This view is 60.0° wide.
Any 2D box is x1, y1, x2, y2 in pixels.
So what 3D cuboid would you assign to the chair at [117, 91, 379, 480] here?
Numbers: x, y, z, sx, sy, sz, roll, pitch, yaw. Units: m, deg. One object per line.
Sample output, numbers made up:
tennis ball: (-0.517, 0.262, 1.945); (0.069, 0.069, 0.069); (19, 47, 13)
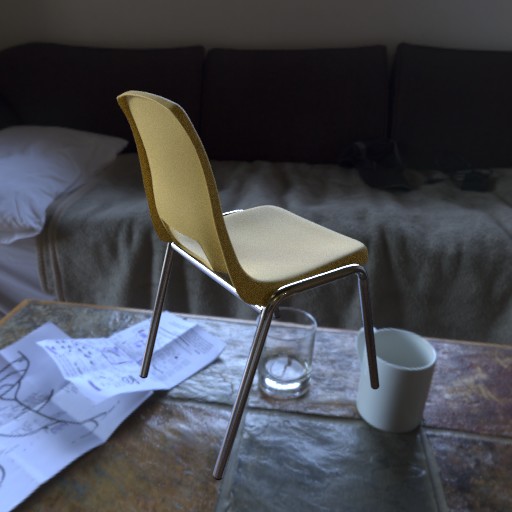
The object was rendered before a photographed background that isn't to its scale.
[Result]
chair: (0.000, 0.000, 0.904); (0.436, 0.653, 0.381); (-18, 31, -32)
